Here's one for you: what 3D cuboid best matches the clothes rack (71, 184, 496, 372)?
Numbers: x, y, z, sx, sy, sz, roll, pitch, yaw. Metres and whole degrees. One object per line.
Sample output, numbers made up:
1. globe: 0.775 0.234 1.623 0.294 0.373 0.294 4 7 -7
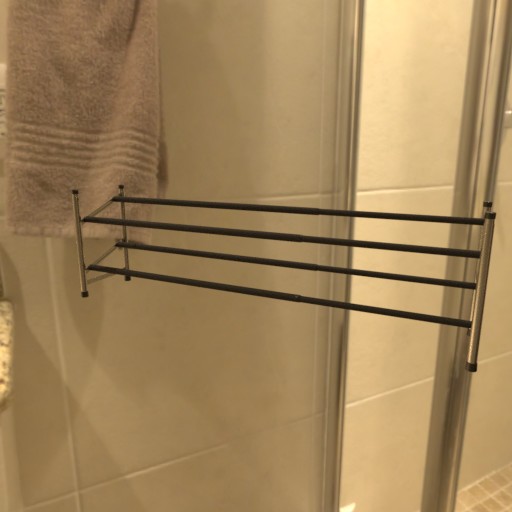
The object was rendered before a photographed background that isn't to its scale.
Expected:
1. clothes rack: 0.000 0.000 1.261 1.168 0.349 0.229 6 15 25
